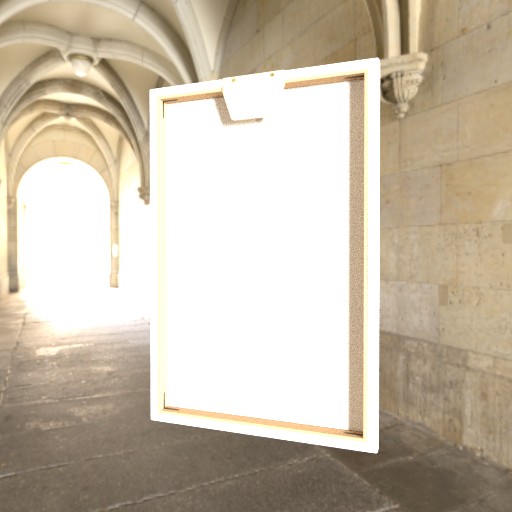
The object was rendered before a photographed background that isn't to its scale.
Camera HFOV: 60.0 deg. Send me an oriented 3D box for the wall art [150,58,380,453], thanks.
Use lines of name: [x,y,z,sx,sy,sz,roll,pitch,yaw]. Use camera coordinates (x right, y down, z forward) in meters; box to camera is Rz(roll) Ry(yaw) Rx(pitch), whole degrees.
wall art: [0.000,0.000,1.125,0.602,0.902,0.048,0,1,20]
